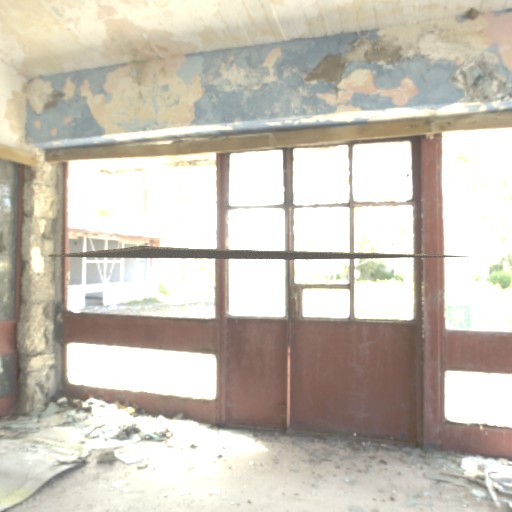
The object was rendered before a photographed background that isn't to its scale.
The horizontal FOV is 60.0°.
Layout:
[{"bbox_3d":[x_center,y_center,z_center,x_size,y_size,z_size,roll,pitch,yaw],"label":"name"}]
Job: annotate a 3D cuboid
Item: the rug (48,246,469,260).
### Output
[{"bbox_3d":[0.000,0.000,4.244,3.228,0.024,2.443,1,-2,-36],"label":"rug"}]
